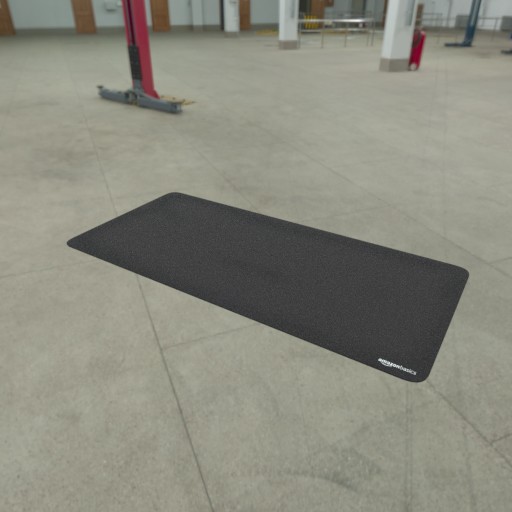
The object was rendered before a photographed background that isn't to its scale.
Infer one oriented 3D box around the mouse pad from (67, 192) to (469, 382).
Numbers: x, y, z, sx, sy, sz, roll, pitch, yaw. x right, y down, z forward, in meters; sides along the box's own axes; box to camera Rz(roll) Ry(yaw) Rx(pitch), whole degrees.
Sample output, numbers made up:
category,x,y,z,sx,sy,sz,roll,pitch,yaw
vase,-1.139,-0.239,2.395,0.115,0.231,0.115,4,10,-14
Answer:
category,x,y,z,sx,sy,sz,roll,pitch,yaw
mouse pad,0.000,0.000,1.075,0.907,0.003,0.424,18,34,28
